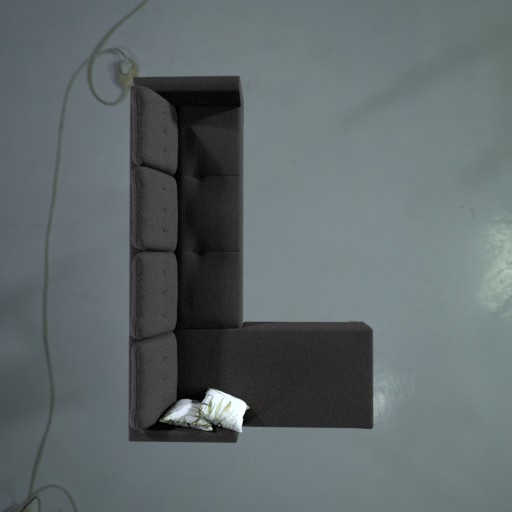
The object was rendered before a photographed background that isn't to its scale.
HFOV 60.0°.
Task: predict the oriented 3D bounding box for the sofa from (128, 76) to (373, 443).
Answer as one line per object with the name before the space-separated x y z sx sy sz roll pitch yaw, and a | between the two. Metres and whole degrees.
sofa | 0.000 0.000 3.474 1.829 0.932 2.679 0 89 2
